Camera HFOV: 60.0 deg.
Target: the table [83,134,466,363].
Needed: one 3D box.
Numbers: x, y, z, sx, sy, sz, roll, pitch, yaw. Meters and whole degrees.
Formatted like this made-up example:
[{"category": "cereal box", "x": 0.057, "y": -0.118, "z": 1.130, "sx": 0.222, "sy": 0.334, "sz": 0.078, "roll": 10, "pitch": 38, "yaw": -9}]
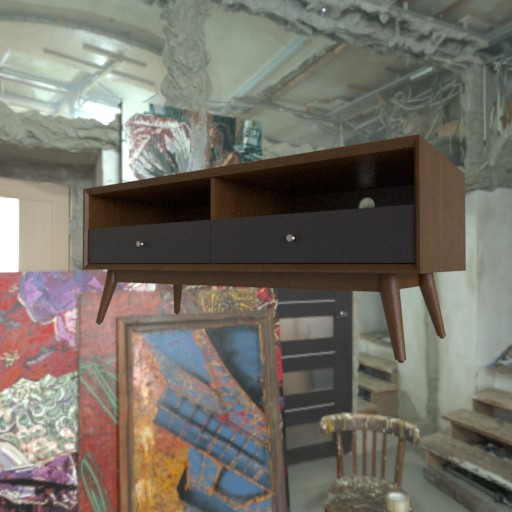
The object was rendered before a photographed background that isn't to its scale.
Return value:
[{"category": "table", "x": 0.000, "y": 0.000, "z": 1.387, "sx": 1.119, "sy": 0.464, "sz": 0.490, "roll": -1, "pitch": -1, "yaw": 35}]
